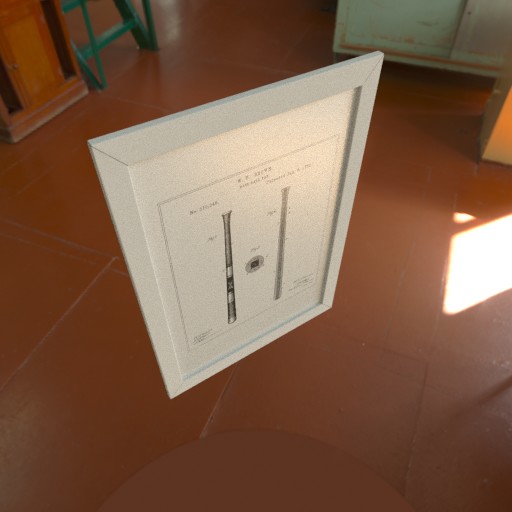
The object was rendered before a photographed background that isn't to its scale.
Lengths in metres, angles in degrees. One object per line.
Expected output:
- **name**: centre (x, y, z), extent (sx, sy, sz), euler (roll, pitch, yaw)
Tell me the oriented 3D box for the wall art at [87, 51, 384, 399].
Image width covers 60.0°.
- **wall art**: centre (0.000, 0.000, 0.677), extent (0.374, 0.529, 0.012), euler (-26, 52, -22)
